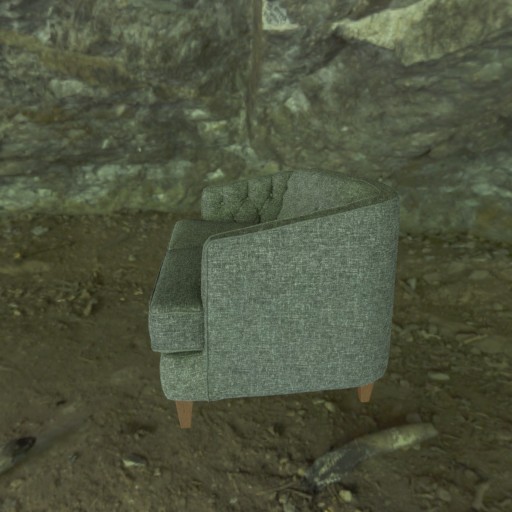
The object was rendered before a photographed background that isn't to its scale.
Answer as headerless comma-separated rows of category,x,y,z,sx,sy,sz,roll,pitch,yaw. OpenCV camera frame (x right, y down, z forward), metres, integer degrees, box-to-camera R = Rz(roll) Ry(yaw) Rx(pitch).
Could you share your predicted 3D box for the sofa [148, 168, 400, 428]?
sofa,0.000,0.000,2.316,0.941,0.855,1.733,-2,14,-7
